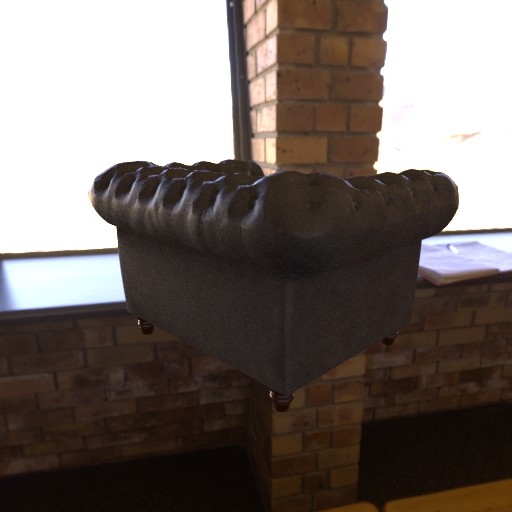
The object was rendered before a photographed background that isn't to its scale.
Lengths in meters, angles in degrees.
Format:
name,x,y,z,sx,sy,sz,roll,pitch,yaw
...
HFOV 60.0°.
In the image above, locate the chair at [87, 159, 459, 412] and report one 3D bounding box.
name,x,y,z,sx,sy,sz,roll,pitch,yaw
chair,0.000,0.000,1.871,0.943,0.780,1.298,-14,20,-43
